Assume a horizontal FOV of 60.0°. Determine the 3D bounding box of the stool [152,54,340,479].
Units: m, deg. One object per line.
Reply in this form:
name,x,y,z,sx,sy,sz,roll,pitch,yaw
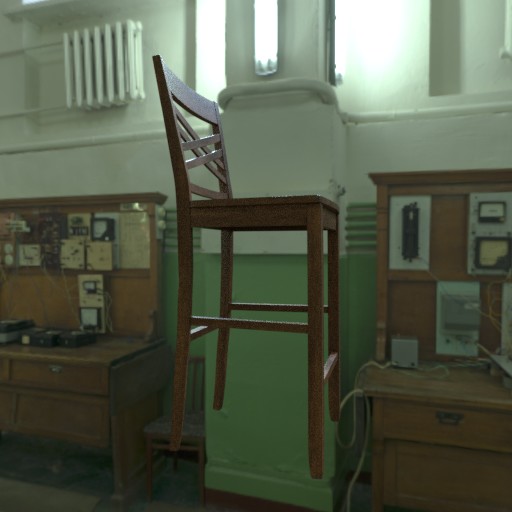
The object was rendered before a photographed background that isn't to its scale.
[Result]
stool,0.000,0.000,1.360,0.487,1.105,0.433,0,1,17
